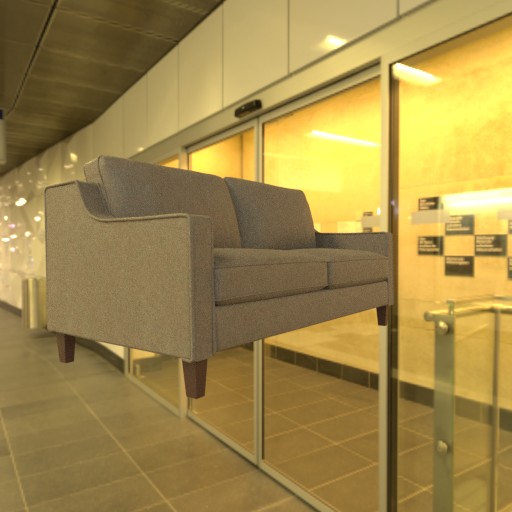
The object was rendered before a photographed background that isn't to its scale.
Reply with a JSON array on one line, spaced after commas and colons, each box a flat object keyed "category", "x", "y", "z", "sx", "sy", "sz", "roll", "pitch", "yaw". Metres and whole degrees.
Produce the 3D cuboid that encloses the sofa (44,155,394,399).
[{"category": "sofa", "x": 0.000, "y": 0.000, "z": 2.805, "sx": 1.073, "sy": 1.074, "sz": 2.181, "roll": 1, "pitch": 1, "yaw": 36}]
